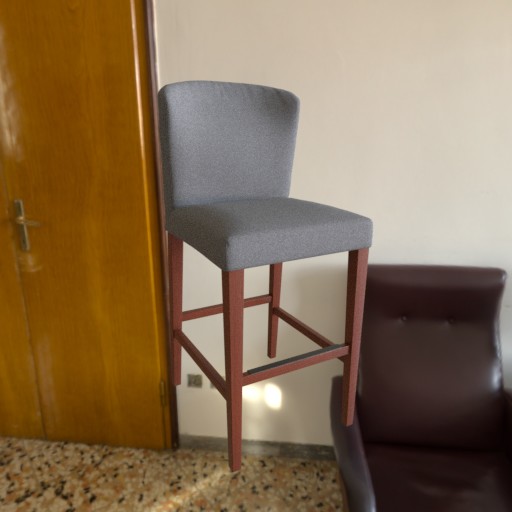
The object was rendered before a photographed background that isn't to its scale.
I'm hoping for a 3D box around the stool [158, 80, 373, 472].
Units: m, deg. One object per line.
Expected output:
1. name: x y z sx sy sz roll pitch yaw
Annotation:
1. stool: 0.000 0.000 1.399 0.481 1.069 0.568 -9 19 -28
